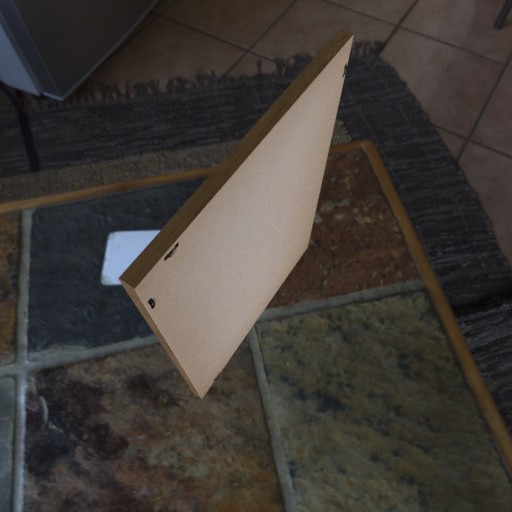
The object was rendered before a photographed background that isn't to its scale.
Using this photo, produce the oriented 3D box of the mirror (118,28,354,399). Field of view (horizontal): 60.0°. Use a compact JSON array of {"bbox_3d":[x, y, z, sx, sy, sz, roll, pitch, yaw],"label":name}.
[{"bbox_3d":[0.000,0.000,1.323,0.040,1.016,0.762,31,67,15],"label":"mirror"}]
